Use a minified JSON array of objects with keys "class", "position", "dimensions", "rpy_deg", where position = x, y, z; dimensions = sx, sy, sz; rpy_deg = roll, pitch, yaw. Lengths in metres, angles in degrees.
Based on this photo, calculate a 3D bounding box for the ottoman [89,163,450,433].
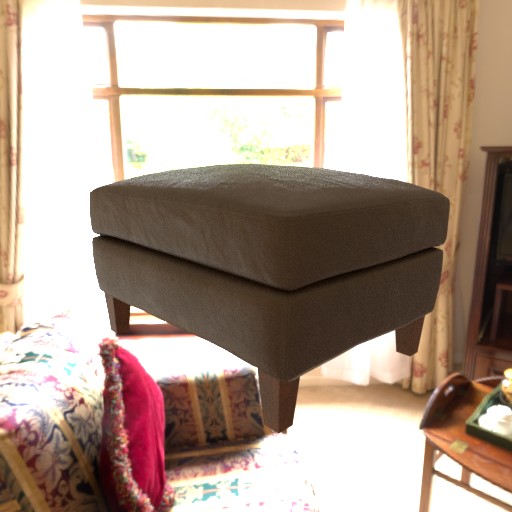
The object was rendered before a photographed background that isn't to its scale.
[{"class":"ottoman","position":[0.000,0.000,1.300],"dimensions":[0.659,0.529,0.887],"rpy_deg":[-11,17,-42]}]
